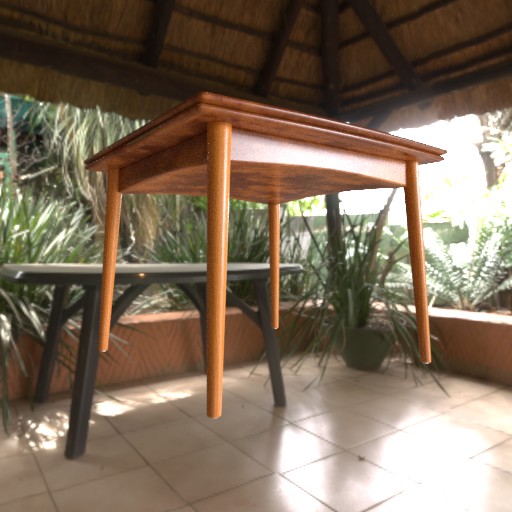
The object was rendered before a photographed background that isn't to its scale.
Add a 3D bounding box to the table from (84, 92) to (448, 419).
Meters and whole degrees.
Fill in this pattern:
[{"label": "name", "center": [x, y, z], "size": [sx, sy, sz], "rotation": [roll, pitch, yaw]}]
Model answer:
[{"label": "table", "center": [0.000, 0.000, 1.652], "size": [0.991, 0.754, 0.991], "rotation": [-1, 1, -36]}]
